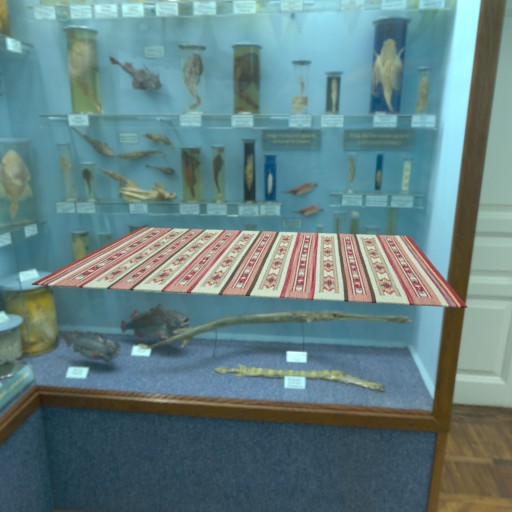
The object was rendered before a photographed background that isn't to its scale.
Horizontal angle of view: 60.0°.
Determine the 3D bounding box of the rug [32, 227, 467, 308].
[{"bbox_3d":[0.000,0.000,2.400,1.817,0.008,1.223,2,16,8],"label":"rug"}]
